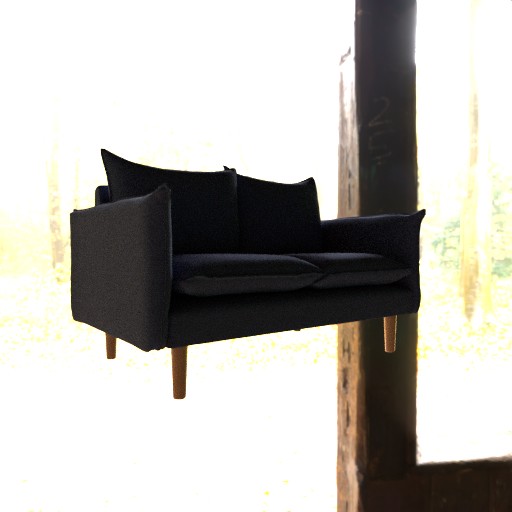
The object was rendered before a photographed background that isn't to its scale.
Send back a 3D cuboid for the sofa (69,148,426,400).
[{"bbox_3d":[0.000,0.000,1.860,1.300,0.840,0.820,-1,1,-37],"label":"sofa"}]
